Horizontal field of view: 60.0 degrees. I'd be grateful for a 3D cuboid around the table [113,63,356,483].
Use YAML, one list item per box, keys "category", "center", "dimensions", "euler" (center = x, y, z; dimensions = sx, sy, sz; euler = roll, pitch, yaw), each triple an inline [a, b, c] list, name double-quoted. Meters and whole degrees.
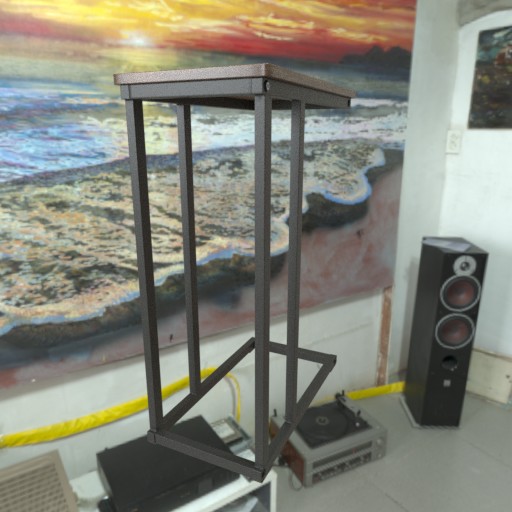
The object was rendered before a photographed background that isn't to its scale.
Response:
- category: "table"
  center: [0.000, 0.000, 0.877]
  dimensions: [0.254, 0.637, 0.450]
  euler: [8, 17, 25]
